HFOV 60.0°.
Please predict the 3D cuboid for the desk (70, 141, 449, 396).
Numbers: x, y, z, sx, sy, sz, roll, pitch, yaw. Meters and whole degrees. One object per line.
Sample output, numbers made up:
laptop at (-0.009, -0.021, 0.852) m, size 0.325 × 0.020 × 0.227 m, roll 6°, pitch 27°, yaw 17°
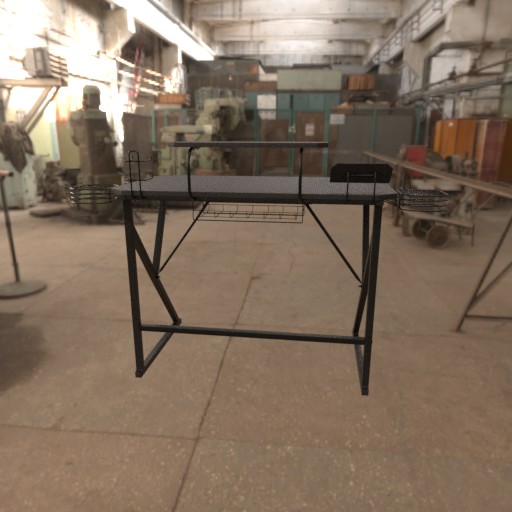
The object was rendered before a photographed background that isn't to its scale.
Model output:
desk at (0.000, 0.000, 1.750) m, size 1.290 × 0.880 × 0.580 m, roll 2°, pitch 16°, yaw 8°
